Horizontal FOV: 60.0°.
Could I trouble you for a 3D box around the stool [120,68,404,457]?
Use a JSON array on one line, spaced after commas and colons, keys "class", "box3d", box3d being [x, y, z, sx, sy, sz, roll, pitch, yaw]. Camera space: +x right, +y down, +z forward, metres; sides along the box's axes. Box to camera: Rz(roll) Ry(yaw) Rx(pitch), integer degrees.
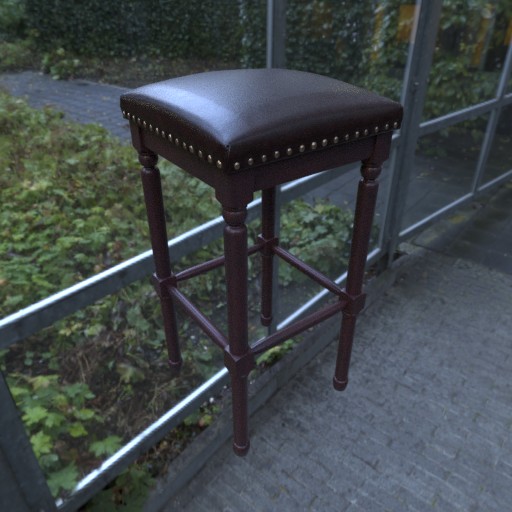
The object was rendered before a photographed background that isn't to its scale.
[{"class": "stool", "box3d": [0.000, 0.000, 0.991, 0.382, 0.768, 0.383, -21, 38, -30]}]
